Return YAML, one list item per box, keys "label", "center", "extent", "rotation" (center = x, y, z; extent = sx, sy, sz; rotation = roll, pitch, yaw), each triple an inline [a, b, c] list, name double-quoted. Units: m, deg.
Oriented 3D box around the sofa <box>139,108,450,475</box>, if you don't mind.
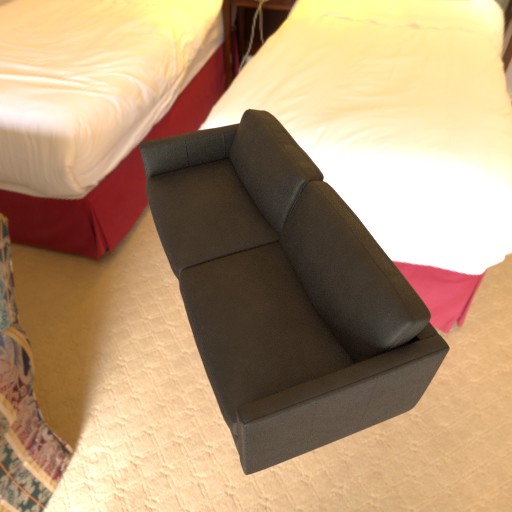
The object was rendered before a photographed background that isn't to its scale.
- label: "sofa"
  center: [0.000, 0.000, 2.448]
  extent: [0.933, 0.863, 1.971]
  rotation: [-15, 48, -14]
